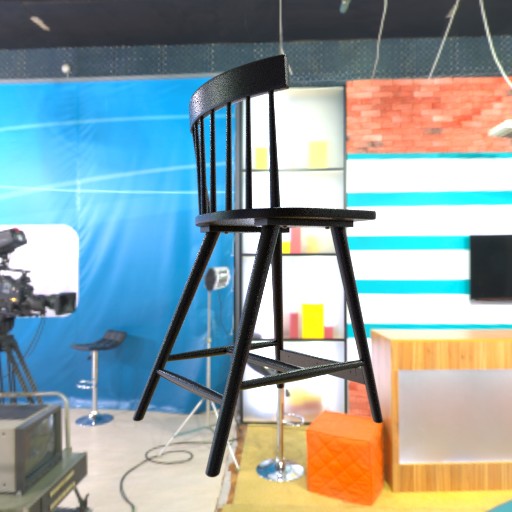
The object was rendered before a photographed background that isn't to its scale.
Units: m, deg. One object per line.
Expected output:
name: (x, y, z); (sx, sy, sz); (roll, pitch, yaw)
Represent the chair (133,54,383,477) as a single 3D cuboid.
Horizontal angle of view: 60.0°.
chair: (0.000, 0.000, 1.286); (0.572, 0.952, 0.483); (1, -1, -37)
